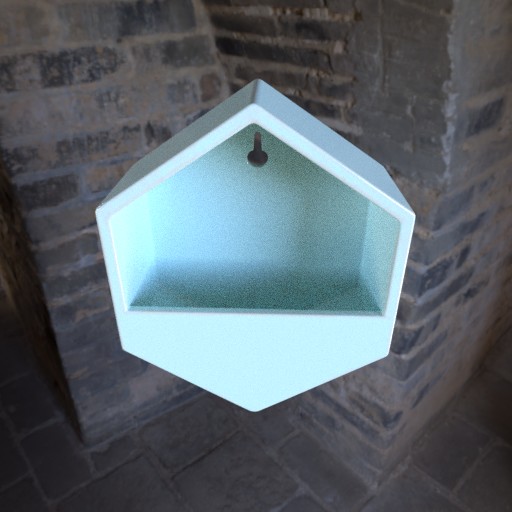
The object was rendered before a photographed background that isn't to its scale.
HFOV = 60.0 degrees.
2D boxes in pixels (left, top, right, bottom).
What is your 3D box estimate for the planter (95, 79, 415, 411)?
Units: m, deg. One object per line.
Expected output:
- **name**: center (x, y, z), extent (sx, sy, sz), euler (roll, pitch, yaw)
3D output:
- **planter**: center (0.000, 0.000, 0.289), extent (0.169, 0.207, 0.078), euler (1, 30, 2)
